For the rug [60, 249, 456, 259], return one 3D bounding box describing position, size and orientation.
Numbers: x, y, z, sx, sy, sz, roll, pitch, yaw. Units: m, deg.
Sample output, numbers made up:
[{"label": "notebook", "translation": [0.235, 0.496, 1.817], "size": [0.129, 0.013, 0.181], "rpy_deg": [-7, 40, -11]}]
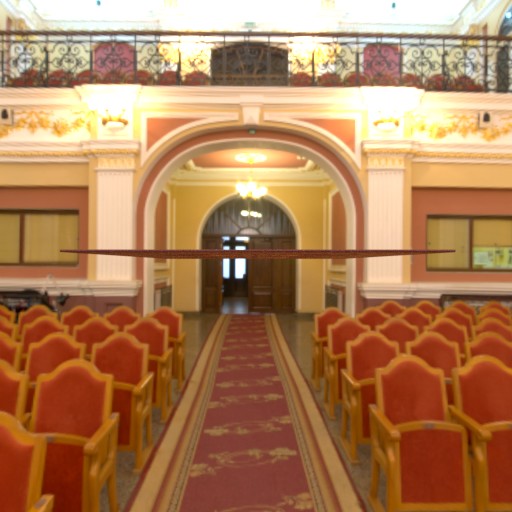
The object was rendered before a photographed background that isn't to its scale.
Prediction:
[{"label": "rug", "translation": [0.000, 0.000, 2.894], "size": [1.599, 0.011, 2.210], "rpy_deg": [0, -1, -1]}]
